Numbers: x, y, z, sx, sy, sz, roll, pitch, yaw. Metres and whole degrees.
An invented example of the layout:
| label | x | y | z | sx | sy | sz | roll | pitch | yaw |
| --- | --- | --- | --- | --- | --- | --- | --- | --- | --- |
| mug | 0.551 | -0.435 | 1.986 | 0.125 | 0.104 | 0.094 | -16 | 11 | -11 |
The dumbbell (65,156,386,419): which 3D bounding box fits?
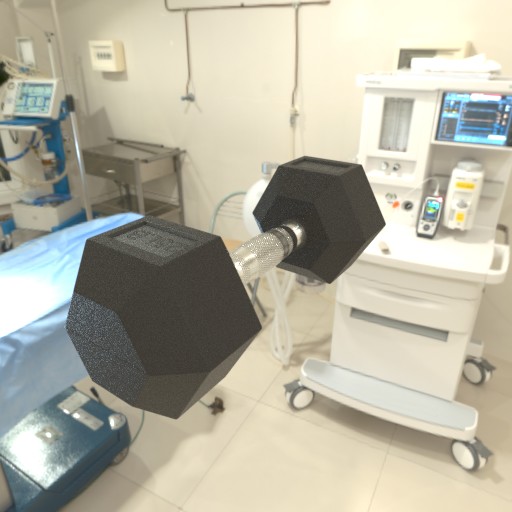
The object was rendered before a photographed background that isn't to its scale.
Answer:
| label | x | y | z | sx | sy | sz | roll | pitch | yaw |
| --- | --- | --- | --- | --- | --- | --- | --- | --- | --- |
| dumbbell | 0.000 | 0.000 | 0.380 | 0.129 | 0.113 | 0.315 | 17 | 31 | 31 |
